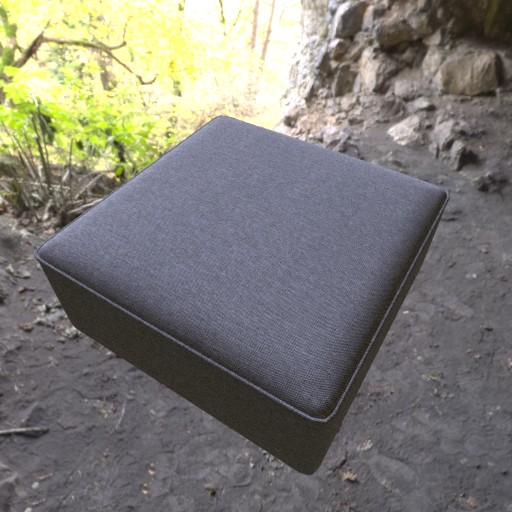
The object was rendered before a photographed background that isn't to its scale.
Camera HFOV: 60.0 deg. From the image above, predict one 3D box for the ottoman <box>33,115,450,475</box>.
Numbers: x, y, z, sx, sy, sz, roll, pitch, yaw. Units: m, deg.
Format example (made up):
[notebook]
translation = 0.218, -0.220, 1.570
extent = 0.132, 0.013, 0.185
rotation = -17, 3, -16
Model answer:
[ottoman]
translation = 0.000, 0.000, 1.568
extent = 1.005, 0.455, 1.005
rotation = 25, 51, 22
